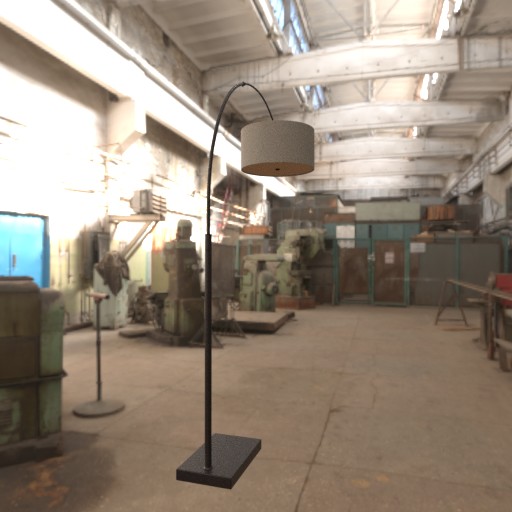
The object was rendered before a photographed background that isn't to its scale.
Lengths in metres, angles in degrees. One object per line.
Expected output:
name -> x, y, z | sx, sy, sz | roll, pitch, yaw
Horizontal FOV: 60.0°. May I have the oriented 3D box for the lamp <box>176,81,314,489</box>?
lamp -> 0.000, 0.000, 2.538 | 0.493, 1.927, 1.424 | 0, 0, 18
